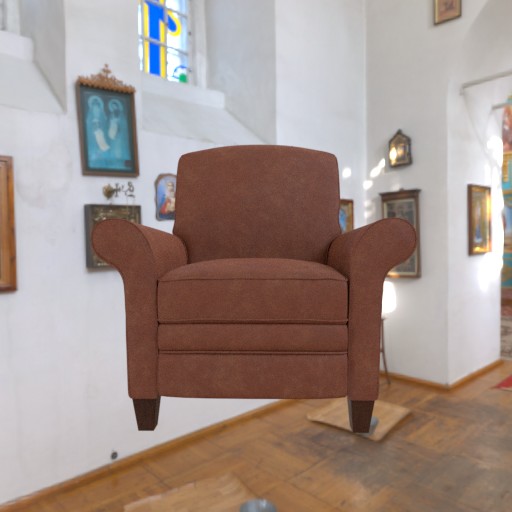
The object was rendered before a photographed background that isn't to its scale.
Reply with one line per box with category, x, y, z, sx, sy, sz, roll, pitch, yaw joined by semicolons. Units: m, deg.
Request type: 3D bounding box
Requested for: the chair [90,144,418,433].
chair;0.000;0.000;1.754;0.978;1.061;0.902;0;1;1
